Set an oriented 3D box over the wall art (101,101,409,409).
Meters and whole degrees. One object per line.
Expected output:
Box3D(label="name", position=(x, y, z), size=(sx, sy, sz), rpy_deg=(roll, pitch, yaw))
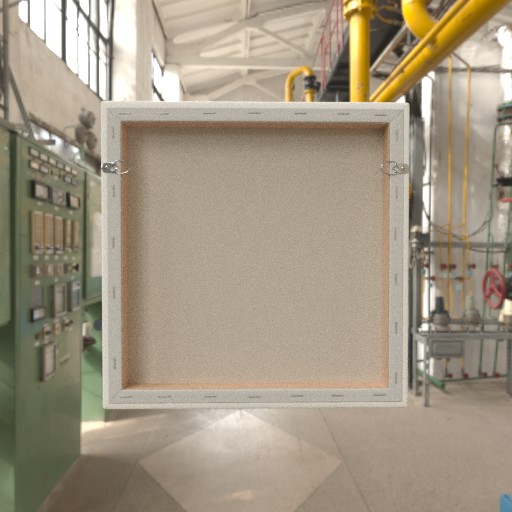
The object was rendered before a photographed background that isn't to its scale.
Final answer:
Box3D(label="wall art", position=(0.000, 0.000, 0.746), size=(0.507, 0.508, 0.038), rpy_deg=(0, 1, -1))
